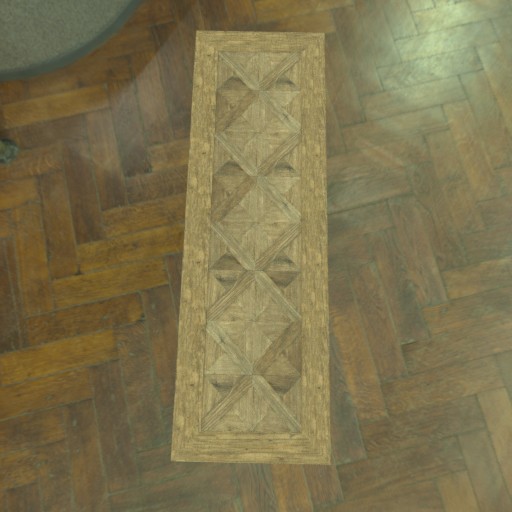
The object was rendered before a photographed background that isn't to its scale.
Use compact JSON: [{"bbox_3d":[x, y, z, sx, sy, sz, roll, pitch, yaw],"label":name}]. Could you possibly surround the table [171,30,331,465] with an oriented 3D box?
[{"bbox_3d":[0.000,0.000,1.850,0.450,0.930,1.400,1,77,0],"label":"table"}]
